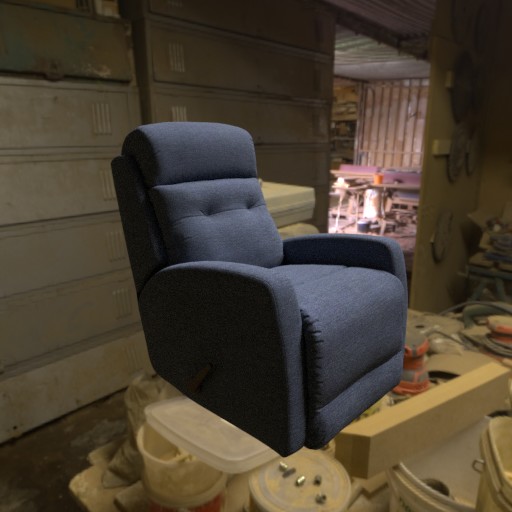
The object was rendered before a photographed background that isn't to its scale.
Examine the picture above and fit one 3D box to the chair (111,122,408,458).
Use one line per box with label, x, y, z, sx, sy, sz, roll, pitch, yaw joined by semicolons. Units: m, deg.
chair;0.000;0.000;1.721;1.043;1.013;0.798;14;21;43
